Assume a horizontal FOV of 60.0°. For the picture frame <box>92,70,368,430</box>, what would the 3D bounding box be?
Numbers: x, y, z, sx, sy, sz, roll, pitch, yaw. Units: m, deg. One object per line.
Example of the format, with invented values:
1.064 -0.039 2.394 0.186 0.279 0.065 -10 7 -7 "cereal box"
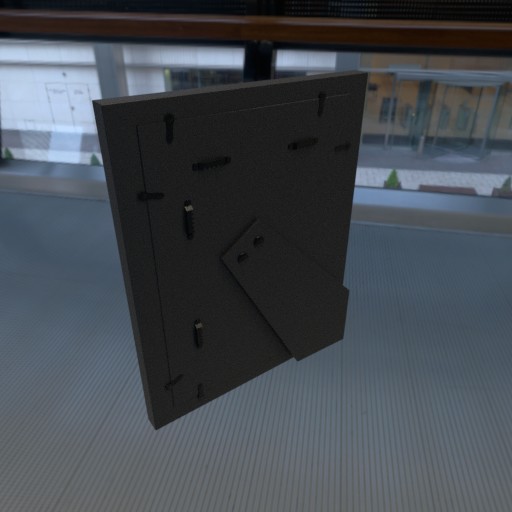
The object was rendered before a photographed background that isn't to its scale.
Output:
0.000 0.000 0.524 0.307 0.383 0.036 -20 35 -30 "picture frame"
